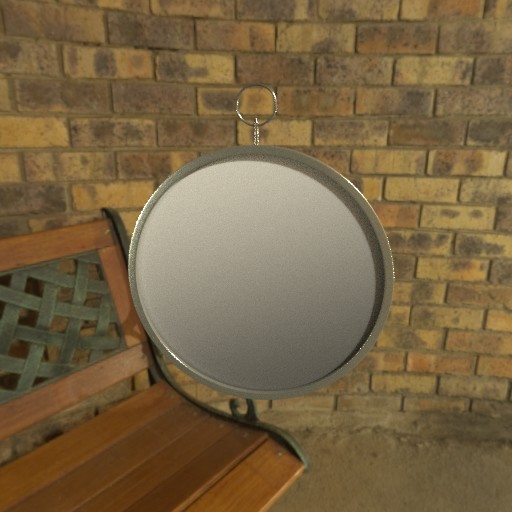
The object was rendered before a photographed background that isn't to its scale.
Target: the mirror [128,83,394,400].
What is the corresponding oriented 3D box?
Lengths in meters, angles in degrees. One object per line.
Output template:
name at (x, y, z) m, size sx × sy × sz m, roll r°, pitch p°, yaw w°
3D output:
mirror at (0.000, 0.000, 0.977) m, size 0.594 × 0.713 × 0.020 m, roll 2°, pitch 16°, yaw 8°
